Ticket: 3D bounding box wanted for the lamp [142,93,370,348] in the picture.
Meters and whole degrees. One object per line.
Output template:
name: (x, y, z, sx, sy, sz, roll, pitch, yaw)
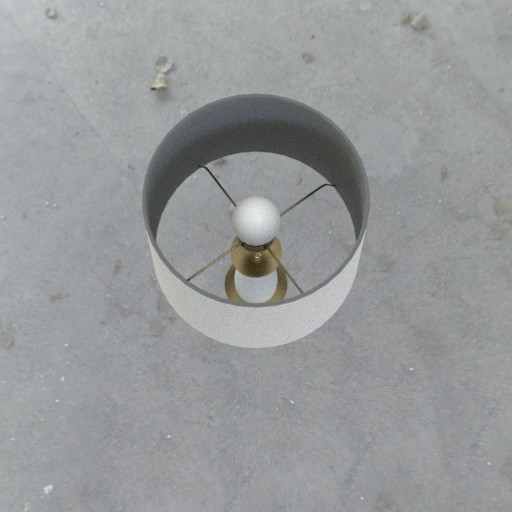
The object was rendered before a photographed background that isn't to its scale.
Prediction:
lamp: (0.000, 0.000, 0.739, 0.309, 0.545, 0.309, 0, 76, 0)
